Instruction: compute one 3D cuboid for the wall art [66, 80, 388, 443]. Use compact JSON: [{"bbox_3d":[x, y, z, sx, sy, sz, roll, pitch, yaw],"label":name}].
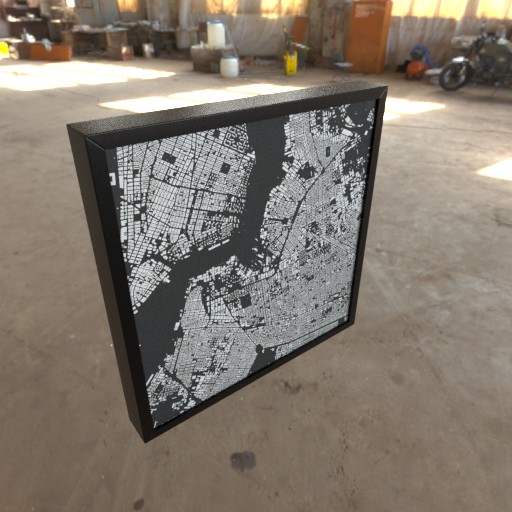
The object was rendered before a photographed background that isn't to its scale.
[{"bbox_3d":[0.000,0.000,0.445,0.299,0.299,0.037,-21,37,-32],"label":"wall art"}]
